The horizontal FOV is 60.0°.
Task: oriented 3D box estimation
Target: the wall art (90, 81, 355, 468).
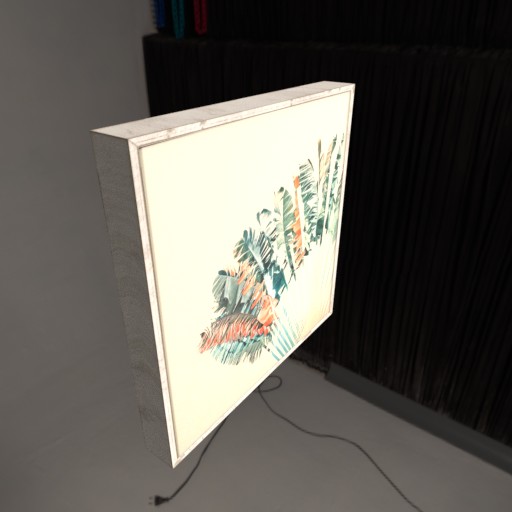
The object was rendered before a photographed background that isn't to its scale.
[{"bbox_3d":[0.000,0.000,0.454,0.038,0.303,0.305,20,34,32],"label":"wall art"}]
